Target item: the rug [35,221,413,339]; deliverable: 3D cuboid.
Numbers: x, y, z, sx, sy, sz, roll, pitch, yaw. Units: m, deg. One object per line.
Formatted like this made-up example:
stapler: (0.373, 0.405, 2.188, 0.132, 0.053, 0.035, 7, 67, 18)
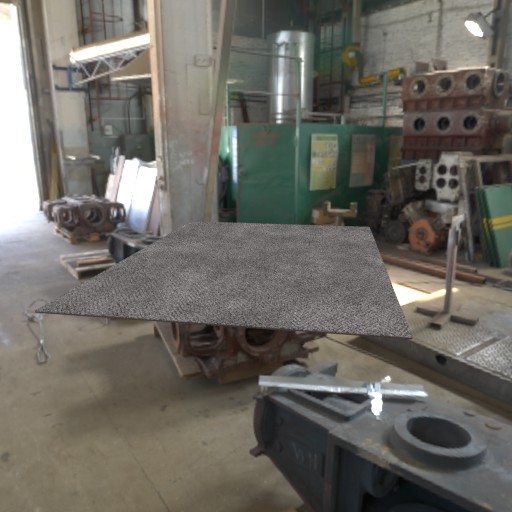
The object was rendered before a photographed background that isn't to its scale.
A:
rug: (0.000, 0.000, 2.885, 1.600, 0.008, 2.235, 3, 15, 9)
